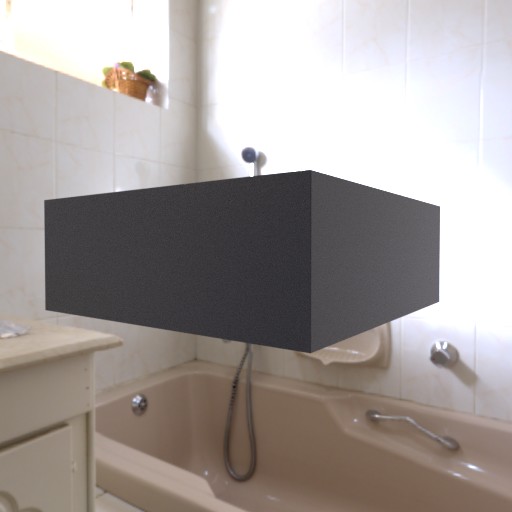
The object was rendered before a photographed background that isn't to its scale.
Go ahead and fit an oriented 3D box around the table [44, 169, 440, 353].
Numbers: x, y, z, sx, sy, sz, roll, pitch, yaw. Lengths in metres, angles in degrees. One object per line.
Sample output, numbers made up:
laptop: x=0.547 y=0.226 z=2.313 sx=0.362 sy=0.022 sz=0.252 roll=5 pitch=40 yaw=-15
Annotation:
table: x=0.000 y=0.000 z=1.262 sx=0.801 sy=0.299 sz=0.801 roll=1 pitch=2 yaw=36
